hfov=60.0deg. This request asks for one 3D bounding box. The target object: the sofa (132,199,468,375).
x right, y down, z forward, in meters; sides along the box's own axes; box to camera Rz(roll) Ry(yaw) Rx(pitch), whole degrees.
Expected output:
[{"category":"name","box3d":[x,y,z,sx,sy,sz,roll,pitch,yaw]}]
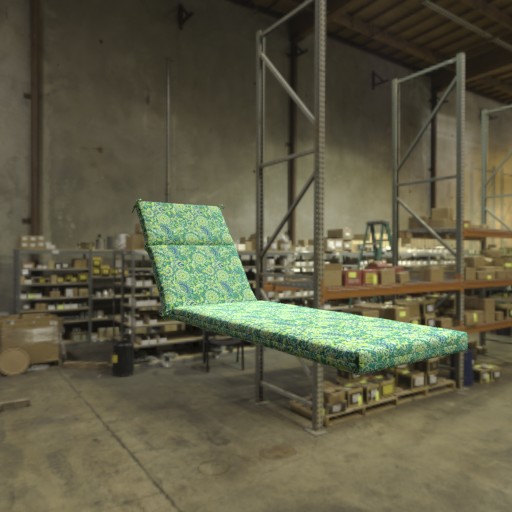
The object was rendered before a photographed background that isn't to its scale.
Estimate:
[{"category":"sofa","box3d":[0.000,0.000,1.948,0.582,0.622,1.663,0,1,-35]}]
